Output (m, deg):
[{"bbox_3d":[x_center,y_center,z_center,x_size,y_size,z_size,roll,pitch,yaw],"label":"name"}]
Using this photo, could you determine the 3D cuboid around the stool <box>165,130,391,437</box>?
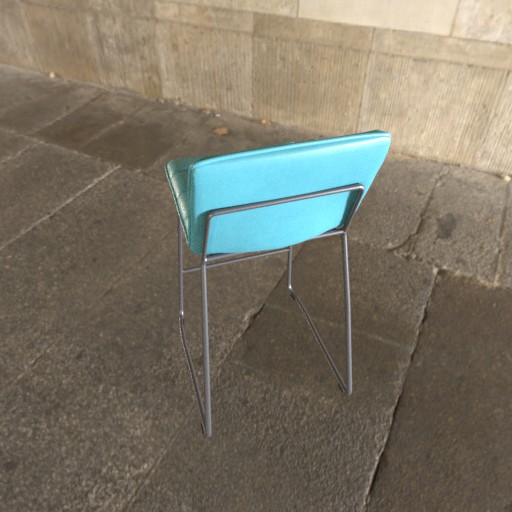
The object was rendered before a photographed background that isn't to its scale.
[{"bbox_3d":[0.000,0.000,1.260,0.489,0.936,0.524,-12,43,-13],"label":"stool"}]
